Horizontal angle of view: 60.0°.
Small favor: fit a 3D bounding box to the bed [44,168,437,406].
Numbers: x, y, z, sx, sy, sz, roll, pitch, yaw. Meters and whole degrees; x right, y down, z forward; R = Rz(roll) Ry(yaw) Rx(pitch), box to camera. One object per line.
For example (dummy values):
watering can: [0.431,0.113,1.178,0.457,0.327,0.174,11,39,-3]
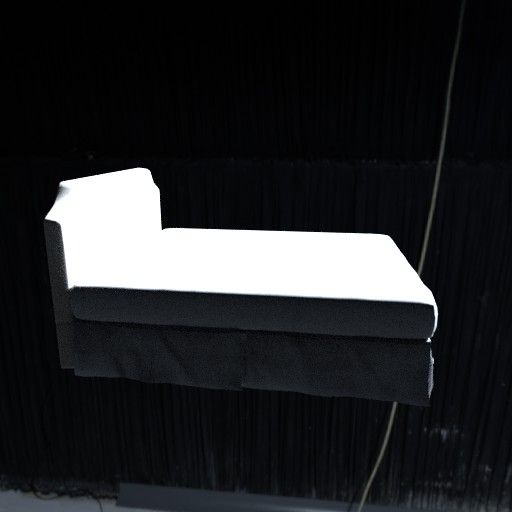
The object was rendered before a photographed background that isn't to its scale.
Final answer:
bed: [0.000,0.000,3.606,2.498,1.293,1.977,2,15,8]
